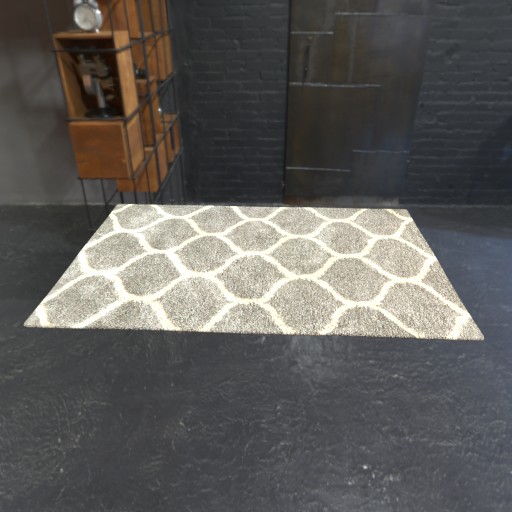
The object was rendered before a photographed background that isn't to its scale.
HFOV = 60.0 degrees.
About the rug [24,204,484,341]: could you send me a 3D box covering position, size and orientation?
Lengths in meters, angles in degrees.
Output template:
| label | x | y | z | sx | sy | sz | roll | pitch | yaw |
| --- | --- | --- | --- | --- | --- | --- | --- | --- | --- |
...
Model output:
| label | x | y | z | sx | sy | sz | roll | pitch | yaw |
| --- | --- | --- | --- | --- | --- | --- | --- | --- | --- |
| rug | 0.000 | 0.000 | 3.359 | 2.701 | 0.026 | 1.801 | 1 | 30 | 2 |
